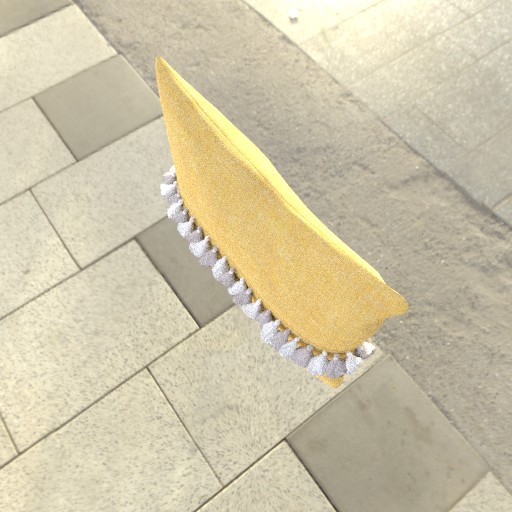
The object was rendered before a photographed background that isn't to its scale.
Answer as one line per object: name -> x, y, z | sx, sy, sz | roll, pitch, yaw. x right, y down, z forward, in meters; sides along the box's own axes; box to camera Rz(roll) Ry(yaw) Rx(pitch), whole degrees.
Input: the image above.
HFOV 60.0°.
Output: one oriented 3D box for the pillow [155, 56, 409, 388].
pillow -> 0.000, 0.000, 0.743 | 0.167, 0.481, 0.485 | -36, 70, -15
